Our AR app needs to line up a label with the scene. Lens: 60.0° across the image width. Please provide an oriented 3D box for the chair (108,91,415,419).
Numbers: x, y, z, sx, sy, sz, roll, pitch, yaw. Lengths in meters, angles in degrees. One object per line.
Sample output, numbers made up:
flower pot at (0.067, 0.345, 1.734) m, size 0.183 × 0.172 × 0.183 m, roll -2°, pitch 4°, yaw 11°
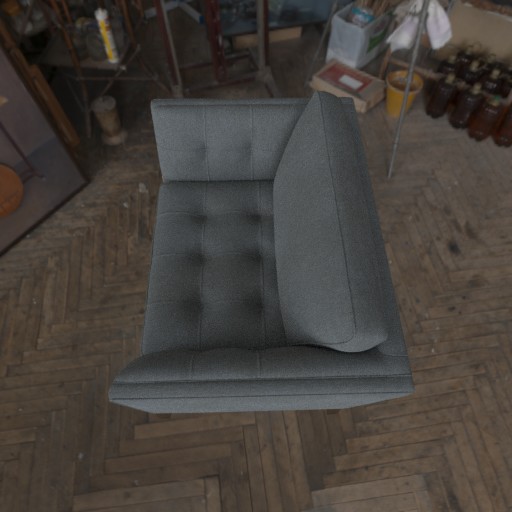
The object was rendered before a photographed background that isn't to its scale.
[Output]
chair at (0.000, 0.000, 1.993) m, size 0.965 × 0.942 × 1.396 m, roll -1°, pitch 58°, yaw -1°
